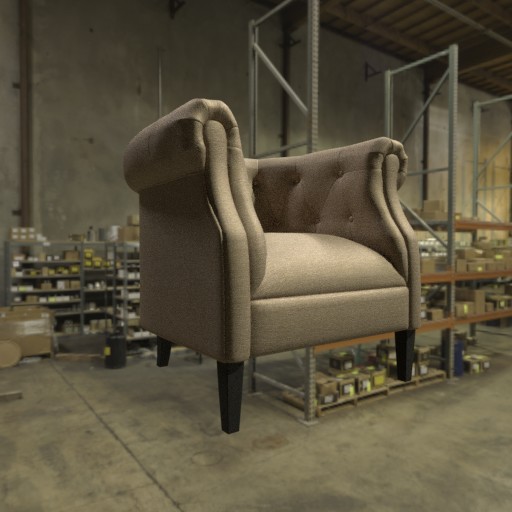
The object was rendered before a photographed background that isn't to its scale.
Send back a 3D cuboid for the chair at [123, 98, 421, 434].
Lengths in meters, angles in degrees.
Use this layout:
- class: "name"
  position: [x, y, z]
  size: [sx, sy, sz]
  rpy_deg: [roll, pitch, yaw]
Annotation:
- class: "chair"
  position: [0.000, 0.000, 1.574]
  size: [0.905, 0.827, 0.852]
  rpy_deg: [-1, 2, -36]
